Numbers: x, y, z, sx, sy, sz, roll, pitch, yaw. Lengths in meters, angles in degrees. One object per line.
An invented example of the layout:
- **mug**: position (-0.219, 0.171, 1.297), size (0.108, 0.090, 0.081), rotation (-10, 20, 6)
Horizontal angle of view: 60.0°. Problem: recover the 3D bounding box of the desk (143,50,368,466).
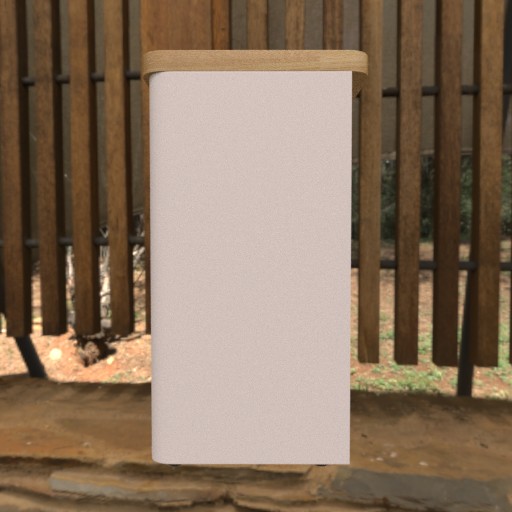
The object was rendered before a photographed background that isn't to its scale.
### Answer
- **desk**: position (0.000, 0.000, 1.217), size (0.440, 0.790, 0.760), rotation (0, 2, 0)
